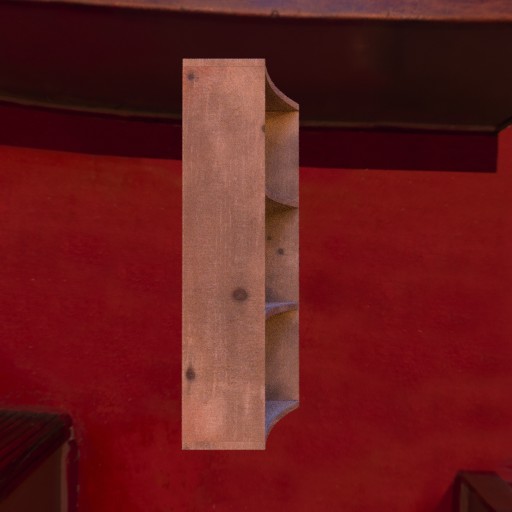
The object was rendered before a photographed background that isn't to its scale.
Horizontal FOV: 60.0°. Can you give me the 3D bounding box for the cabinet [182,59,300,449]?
[{"bbox_3d":[0.000,0.000,0.849,0.184,0.590,0.489,0,89,0],"label":"cabinet"}]
